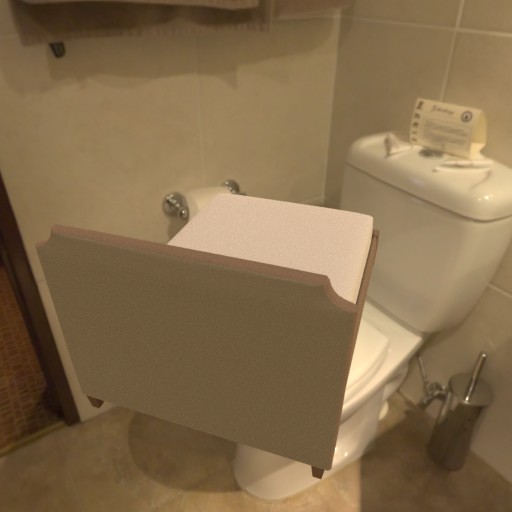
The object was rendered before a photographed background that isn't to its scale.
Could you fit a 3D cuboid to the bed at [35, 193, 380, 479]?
[{"bbox_3d":[0.000,0.000,3.356,1.713,1.443,2.372,11,34,16],"label":"bed"}]
